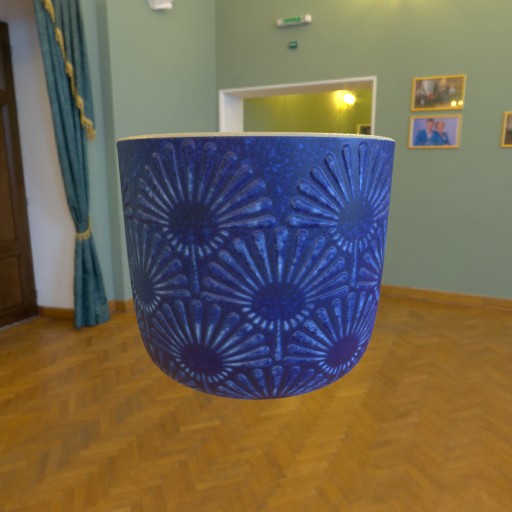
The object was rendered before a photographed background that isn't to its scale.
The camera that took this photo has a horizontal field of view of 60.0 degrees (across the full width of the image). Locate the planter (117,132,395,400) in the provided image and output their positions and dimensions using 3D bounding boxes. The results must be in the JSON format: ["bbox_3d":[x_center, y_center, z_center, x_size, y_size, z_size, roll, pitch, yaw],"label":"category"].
[{"bbox_3d":[0.000,0.000,0.217,0.124,0.109,0.124,0,12,0],"label":"planter"}]
